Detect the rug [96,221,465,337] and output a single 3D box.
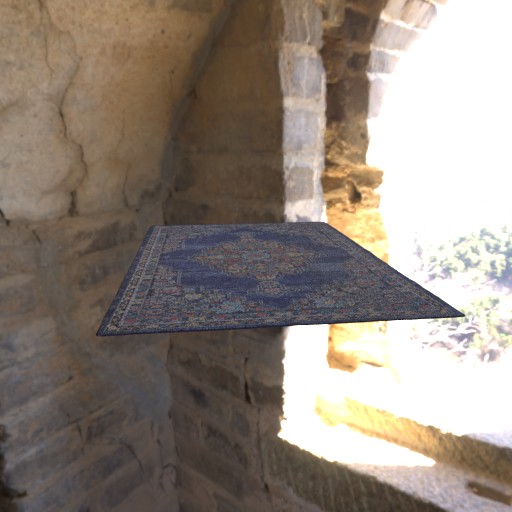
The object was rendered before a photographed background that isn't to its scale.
[{"bbox_3d":[0.000,0.000,3.800,2.053,0.011,2.940,-2,15,-7],"label":"rug"}]
